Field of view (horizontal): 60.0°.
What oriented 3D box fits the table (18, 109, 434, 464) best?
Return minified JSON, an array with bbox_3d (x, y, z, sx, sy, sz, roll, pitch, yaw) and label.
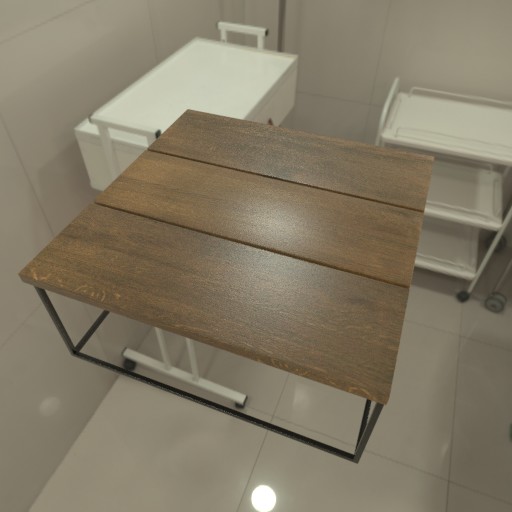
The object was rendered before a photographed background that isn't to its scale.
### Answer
[{"bbox_3d":[0.000,0.000,1.406,0.900,0.400,0.900,15,47,15],"label":"table"}]
